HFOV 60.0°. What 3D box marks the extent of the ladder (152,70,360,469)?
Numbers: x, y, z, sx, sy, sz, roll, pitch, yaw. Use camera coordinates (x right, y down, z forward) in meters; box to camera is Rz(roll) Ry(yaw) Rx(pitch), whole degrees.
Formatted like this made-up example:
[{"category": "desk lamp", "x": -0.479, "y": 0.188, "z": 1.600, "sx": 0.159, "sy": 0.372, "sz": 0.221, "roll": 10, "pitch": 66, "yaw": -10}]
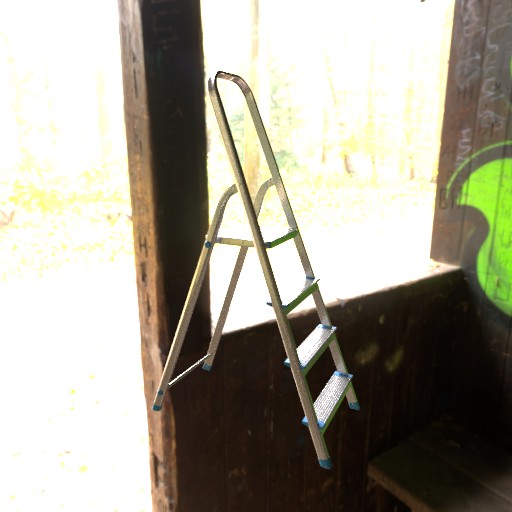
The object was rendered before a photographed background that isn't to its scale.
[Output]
[{"category": "ladder", "x": 0.000, "y": 0.000, "z": 1.839, "sx": 0.842, "sy": 1.434, "sz": 0.445, "roll": 7, "pitch": 16, "yaw": 26}]
